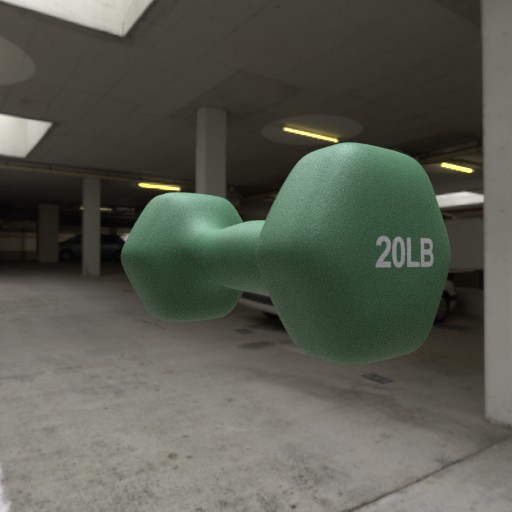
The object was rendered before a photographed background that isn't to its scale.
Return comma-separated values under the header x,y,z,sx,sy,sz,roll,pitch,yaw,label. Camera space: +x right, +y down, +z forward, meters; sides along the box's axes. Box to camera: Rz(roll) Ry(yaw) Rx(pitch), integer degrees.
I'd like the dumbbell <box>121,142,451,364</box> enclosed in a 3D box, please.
x,y,z,sx,sy,sz,roll,pitch,yaw,label
0.000,0.000,0.324,0.126,0.114,0.257,1,-1,-36,dumbbell
